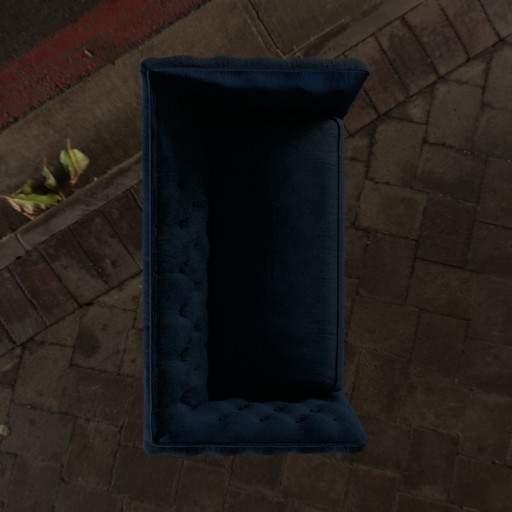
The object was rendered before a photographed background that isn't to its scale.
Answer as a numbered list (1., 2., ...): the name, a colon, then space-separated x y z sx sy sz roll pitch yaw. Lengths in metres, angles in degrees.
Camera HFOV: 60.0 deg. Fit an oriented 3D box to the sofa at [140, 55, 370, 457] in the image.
1. sofa: 0.000 0.000 2.091 0.909 0.810 1.583 0 91 -1
